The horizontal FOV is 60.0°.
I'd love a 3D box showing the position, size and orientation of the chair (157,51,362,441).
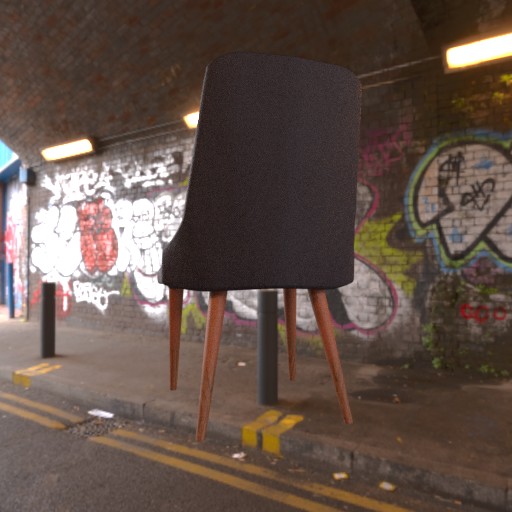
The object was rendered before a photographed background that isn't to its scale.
[{"bbox_3d":[0.000,0.000,1.175,0.504,0.820,0.567,0,-1,-17],"label":"chair"}]
